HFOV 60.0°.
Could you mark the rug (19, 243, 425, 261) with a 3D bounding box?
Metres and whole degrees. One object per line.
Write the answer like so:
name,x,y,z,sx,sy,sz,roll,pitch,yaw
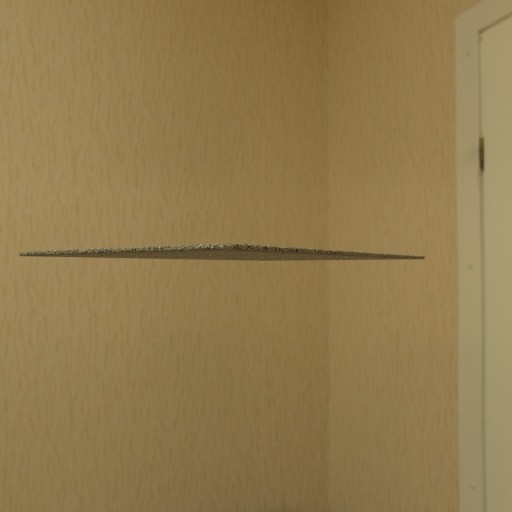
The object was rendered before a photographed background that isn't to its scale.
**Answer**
rug,0.000,0.000,3.418,1.778,0.030,2.743,-1,-2,36
